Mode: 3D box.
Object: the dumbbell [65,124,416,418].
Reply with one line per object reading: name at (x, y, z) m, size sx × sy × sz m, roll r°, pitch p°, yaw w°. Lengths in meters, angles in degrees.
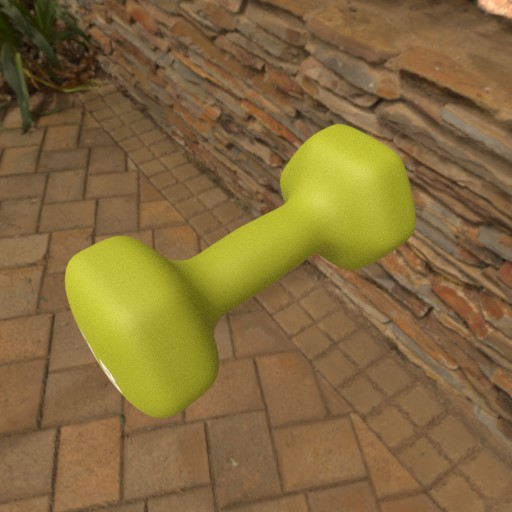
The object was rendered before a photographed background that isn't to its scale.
dumbbell at (0.000, 0.000, 0.209) m, size 0.164 × 0.072 × 0.080 m, roll -31°, pitch 54°, yaw -26°
